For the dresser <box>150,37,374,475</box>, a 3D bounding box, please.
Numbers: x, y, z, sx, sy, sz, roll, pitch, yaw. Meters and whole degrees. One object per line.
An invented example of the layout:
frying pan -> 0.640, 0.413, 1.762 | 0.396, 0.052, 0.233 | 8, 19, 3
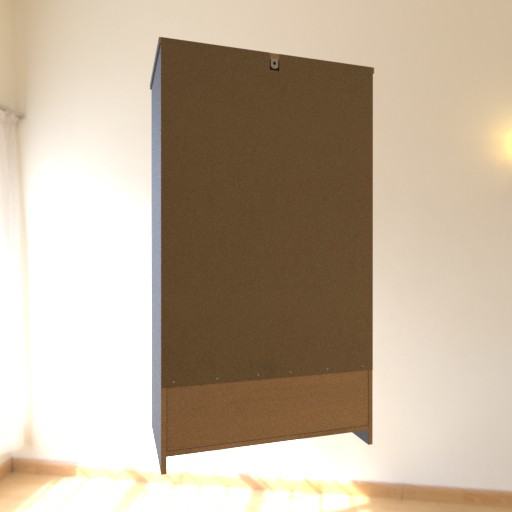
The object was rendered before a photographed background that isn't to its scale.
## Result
dresser -> 0.000, 0.000, 1.559 | 0.704, 1.255, 0.399 | 0, 0, -17
